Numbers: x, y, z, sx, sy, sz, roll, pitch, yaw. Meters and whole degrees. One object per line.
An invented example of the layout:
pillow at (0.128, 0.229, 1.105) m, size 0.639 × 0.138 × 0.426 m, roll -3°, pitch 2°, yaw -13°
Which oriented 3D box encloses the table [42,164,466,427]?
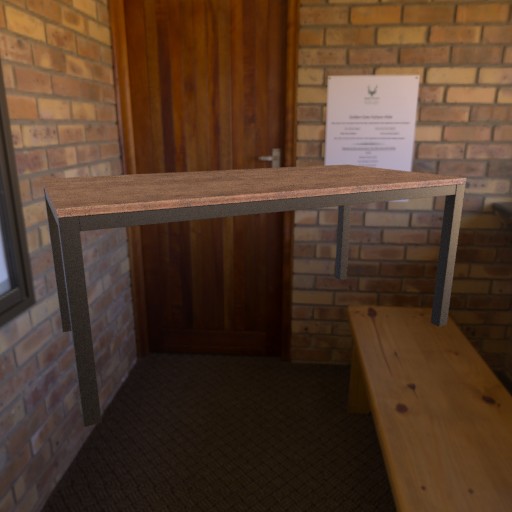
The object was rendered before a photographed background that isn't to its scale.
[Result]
table at (0.000, 0.000, 2.210) m, size 1.805 × 0.767 × 0.893 m, roll -8°, pitch 18°, yaw -26°
